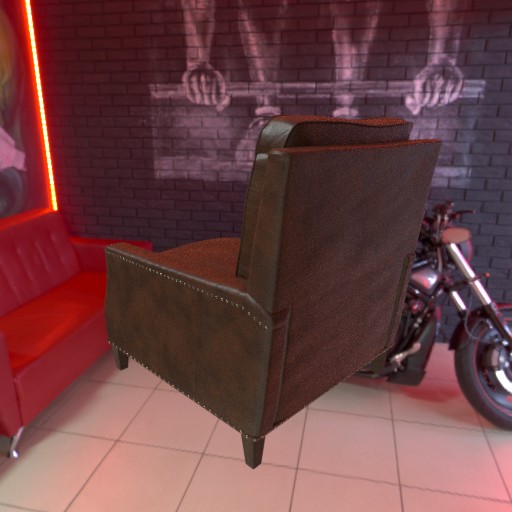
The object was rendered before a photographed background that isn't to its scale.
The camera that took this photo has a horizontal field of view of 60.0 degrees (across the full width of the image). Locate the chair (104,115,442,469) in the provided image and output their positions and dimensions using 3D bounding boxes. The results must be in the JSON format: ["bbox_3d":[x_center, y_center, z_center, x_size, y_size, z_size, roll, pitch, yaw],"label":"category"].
[{"bbox_3d":[0.000,0.000,1.753,1.035,1.054,0.854,16,23,42],"label":"chair"}]
